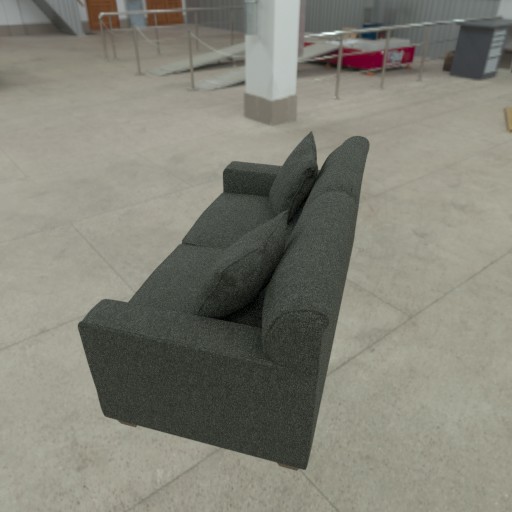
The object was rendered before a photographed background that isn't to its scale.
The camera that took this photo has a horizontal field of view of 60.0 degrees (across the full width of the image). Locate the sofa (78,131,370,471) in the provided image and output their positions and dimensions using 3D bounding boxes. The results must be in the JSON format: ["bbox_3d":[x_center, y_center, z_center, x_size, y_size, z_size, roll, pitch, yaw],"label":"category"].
[{"bbox_3d":[0.000,0.000,2.433,0.998,0.958,1.846,9,33,14],"label":"sofa"}]
